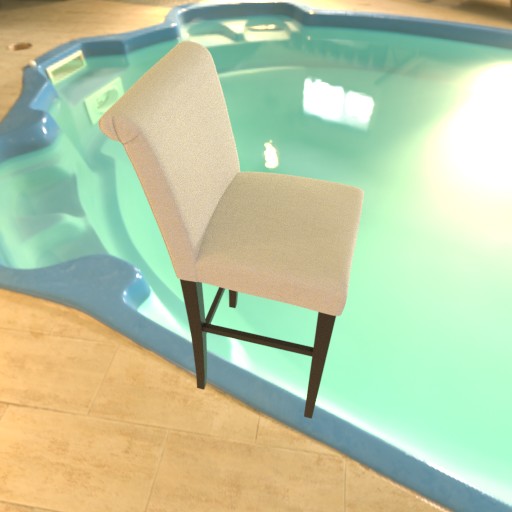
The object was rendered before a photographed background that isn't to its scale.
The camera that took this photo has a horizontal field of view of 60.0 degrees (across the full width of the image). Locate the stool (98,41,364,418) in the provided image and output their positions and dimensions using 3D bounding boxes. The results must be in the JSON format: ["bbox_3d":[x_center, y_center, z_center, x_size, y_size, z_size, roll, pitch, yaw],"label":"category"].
[{"bbox_3d":[0.000,0.000,1.423,0.597,1.124,0.452,11,46,11],"label":"stool"}]
